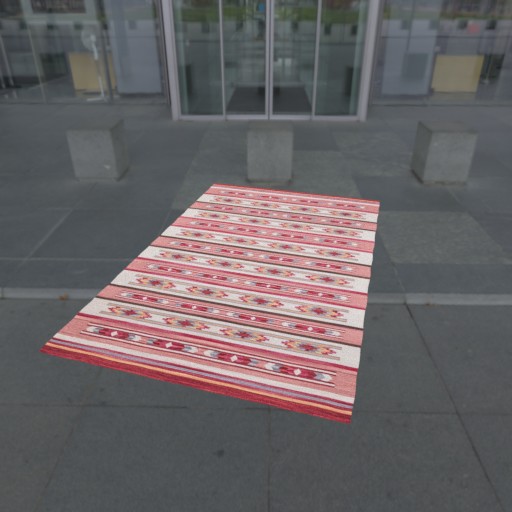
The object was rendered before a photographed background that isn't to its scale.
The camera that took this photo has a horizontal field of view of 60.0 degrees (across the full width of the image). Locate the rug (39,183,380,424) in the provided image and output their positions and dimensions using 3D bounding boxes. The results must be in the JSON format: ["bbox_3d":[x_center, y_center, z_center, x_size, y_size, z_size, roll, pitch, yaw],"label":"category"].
[{"bbox_3d":[0.000,0.000,3.021,1.535,0.010,2.431,8,31,14],"label":"rug"}]
